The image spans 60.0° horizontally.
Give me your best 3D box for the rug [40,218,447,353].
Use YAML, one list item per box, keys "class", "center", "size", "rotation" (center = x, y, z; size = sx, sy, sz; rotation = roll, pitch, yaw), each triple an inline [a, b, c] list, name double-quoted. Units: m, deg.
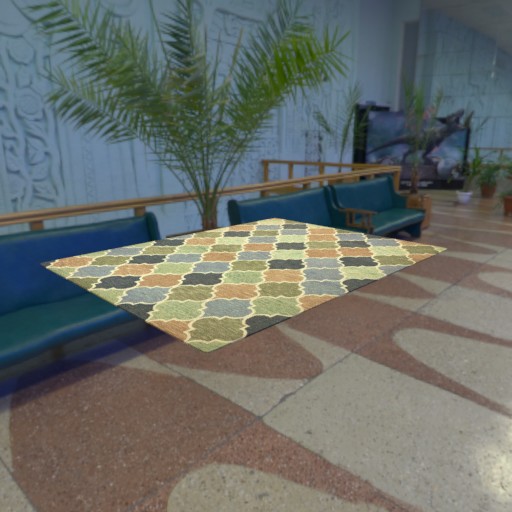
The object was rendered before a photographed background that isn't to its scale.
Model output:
- class: "rug"
  center: [0.000, 0.000, 4.330]
  size: [2.439, 0.013, 3.200]
  rotation: [15, 21, 43]
